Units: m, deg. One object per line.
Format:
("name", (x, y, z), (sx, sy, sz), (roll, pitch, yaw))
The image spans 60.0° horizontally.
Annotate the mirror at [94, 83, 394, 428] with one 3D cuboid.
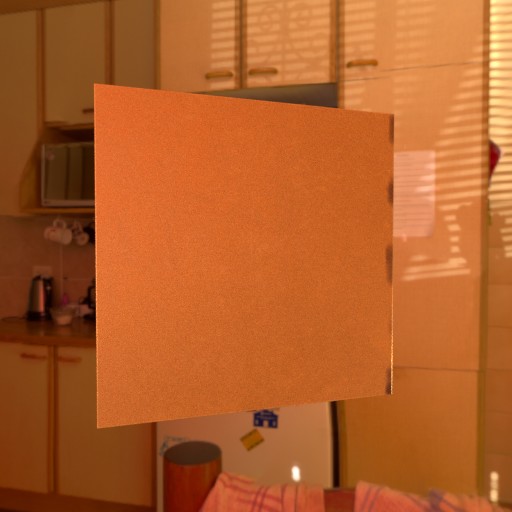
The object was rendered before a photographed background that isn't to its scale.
("mirror", (0.000, 0.000, 0.747), (0.509, 0.507, 0.042), (0, 1, -17))
